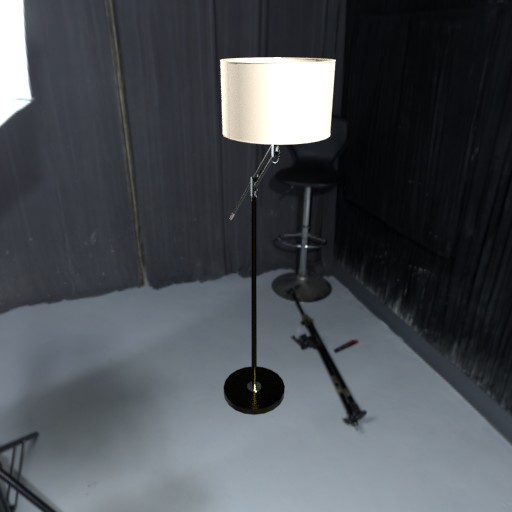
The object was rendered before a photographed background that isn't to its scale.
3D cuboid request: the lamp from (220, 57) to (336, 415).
[{"bbox_3d":[0.000,0.000,1.984,0.373,1.635,0.809,-9,27,-17],"label":"lamp"}]
